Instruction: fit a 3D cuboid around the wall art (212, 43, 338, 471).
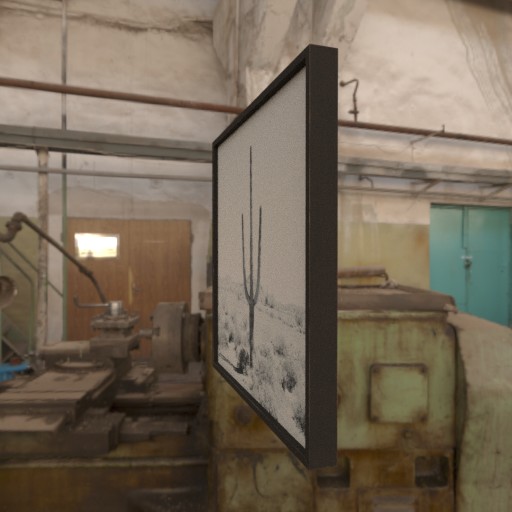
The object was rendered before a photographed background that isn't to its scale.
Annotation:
[{"bbox_3d":[0.000,0.000,0.773,0.038,0.508,0.508,0,1,-19],"label":"wall art"}]
